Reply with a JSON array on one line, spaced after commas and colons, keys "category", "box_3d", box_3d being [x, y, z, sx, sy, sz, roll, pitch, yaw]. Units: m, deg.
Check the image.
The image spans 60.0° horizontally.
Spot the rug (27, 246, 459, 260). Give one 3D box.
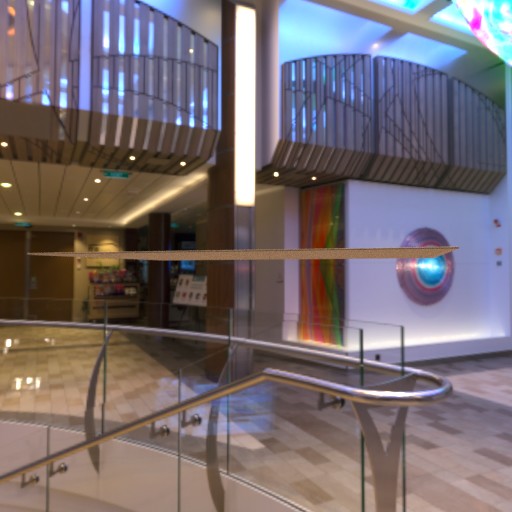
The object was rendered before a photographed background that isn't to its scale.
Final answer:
[{"category": "rug", "box_3d": [0.000, 0.000, 2.343, 1.827, 0.006, 1.221, -1, -2, 18]}]
